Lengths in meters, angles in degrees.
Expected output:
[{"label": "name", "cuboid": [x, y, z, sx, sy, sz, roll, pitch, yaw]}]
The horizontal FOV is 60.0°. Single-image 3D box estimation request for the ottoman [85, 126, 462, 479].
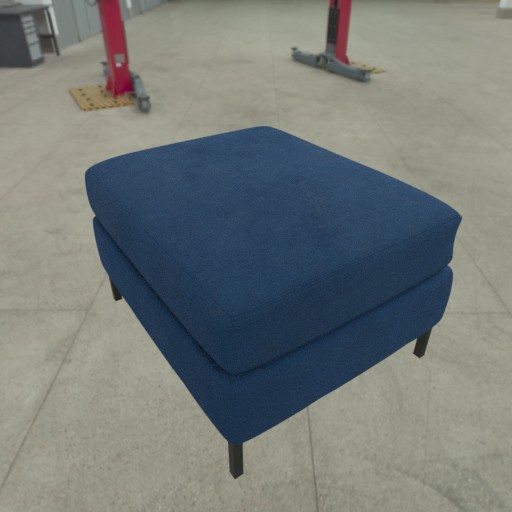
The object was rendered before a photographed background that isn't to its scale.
[{"label": "ottoman", "cuboid": [0.000, 0.000, 1.190, 0.655, 0.485, 0.794, -21, 39, -28]}]
